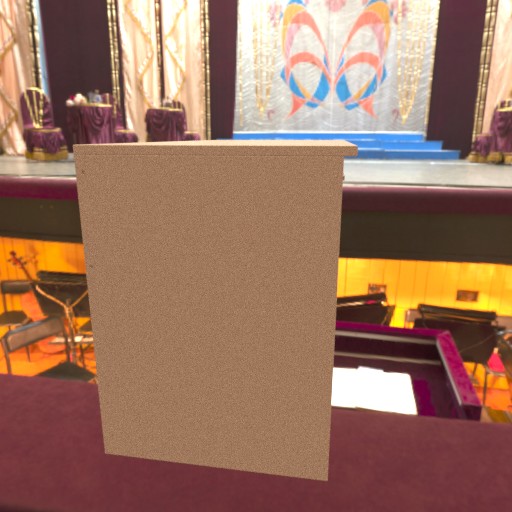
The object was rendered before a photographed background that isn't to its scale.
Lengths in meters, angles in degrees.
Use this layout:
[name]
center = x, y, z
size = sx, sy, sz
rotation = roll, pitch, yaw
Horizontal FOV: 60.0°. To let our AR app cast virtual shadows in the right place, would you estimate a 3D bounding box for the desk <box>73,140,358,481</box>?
[desk]
center = 0.000, 0.000, 1.463
size = 0.560, 0.730, 1.100
rotation = 3, 15, 9
